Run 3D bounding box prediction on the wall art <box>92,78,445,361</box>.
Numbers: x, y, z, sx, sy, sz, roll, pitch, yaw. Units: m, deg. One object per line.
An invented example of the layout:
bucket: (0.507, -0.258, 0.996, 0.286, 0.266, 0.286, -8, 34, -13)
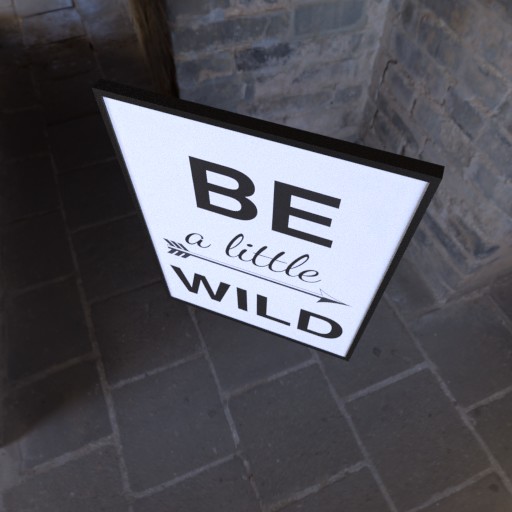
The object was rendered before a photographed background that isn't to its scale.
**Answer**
wall art: (0.000, 0.000, 1.414, 0.806, 1.062, 0.038, 18, 59, 11)
